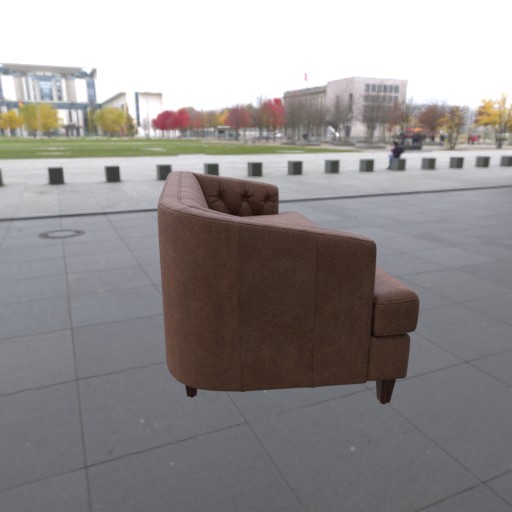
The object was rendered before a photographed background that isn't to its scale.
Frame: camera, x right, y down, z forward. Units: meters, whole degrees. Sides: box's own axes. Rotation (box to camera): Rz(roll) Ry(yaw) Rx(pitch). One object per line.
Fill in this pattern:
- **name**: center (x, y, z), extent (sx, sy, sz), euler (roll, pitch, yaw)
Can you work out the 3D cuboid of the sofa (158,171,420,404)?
- **sofa**: center (0.000, 0.000, 2.329), extent (0.914, 0.786, 1.755), euler (-2, 16, -9)
